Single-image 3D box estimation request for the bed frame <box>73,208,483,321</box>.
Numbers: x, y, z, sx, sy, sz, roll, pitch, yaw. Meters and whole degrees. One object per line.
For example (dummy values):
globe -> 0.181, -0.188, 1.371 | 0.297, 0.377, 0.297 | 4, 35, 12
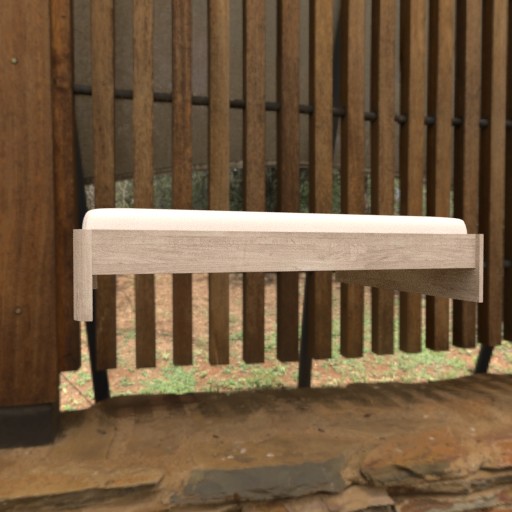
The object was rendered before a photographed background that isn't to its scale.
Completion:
bed frame -> 0.000, 0.000, 2.659 | 1.950, 0.462, 1.490 | 0, 1, -19
